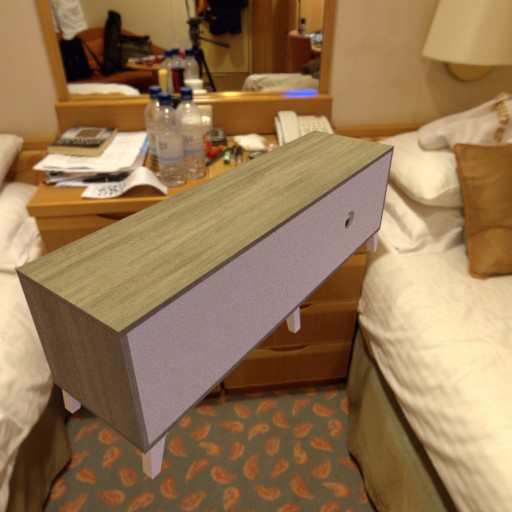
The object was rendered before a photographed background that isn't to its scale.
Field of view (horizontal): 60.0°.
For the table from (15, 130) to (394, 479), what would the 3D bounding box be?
[{"bbox_3d":[0.000,0.000,1.666,0.400,0.530,1.500,21,38,30],"label":"table"}]
